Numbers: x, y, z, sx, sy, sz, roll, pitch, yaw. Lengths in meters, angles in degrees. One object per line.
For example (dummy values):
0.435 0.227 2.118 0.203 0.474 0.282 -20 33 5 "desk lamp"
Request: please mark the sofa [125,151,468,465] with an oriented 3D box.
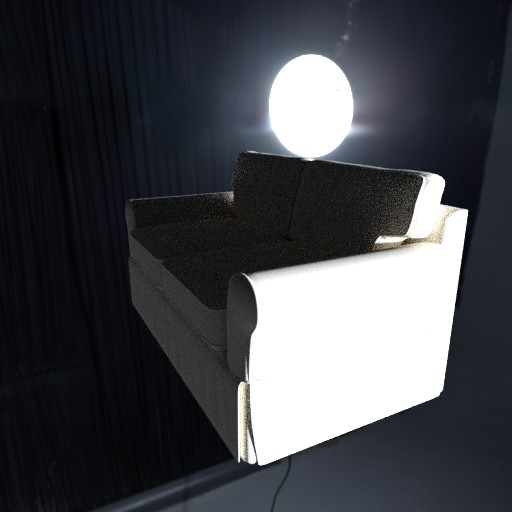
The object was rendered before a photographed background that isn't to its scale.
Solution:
0.000 0.000 2.241 0.991 0.940 1.727 -9 19 -26 "sofa"
